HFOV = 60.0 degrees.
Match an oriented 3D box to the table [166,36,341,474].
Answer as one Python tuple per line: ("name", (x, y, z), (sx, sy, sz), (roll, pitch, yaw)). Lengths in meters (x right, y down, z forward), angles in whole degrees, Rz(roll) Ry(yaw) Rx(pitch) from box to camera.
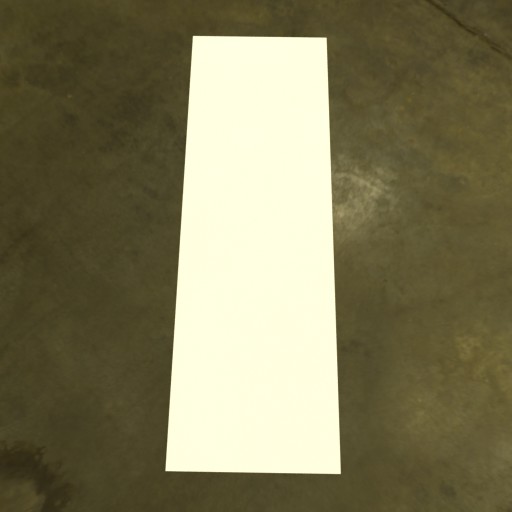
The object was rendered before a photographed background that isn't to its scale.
("table", (0.000, 0.000, 1.842), (0.508, 0.769, 1.500), (1, 75, 0))
